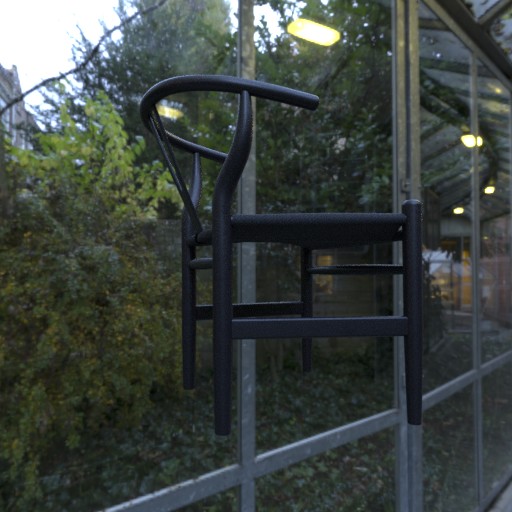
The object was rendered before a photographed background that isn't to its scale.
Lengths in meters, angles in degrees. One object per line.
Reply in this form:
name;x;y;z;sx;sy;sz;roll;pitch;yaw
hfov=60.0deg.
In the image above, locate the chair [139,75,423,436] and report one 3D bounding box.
chair;0.000;0.000;1.124;0.579;0.730;0.569;1;-2;-19
